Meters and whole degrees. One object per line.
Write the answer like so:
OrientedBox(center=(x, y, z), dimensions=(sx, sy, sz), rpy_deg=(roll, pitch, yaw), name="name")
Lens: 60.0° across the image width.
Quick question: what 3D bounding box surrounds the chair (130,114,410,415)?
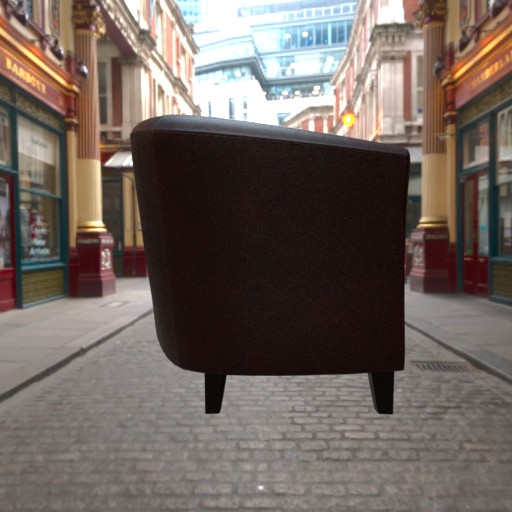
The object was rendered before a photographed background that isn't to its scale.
OrientedBox(center=(0.000, 0.000, 1.392), dimensions=(0.727, 0.756, 0.792), rpy_deg=(0, 1, 0), name="chair")
